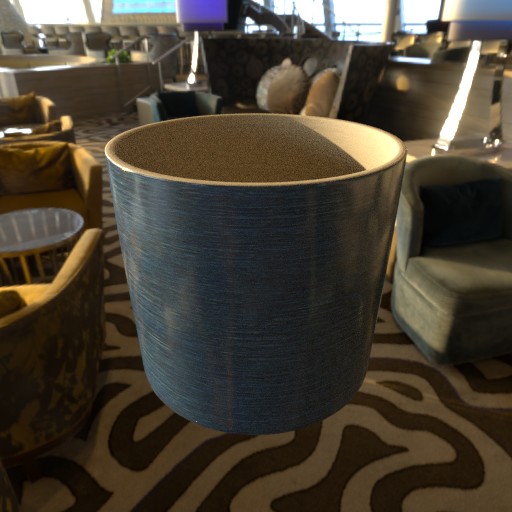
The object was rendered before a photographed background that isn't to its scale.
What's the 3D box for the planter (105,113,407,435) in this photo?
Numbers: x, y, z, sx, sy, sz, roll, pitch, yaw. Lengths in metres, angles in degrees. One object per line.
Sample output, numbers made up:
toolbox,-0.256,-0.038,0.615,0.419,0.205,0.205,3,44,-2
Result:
planter,0.000,0.000,0.385,0.221,0.201,0.221,0,28,0
